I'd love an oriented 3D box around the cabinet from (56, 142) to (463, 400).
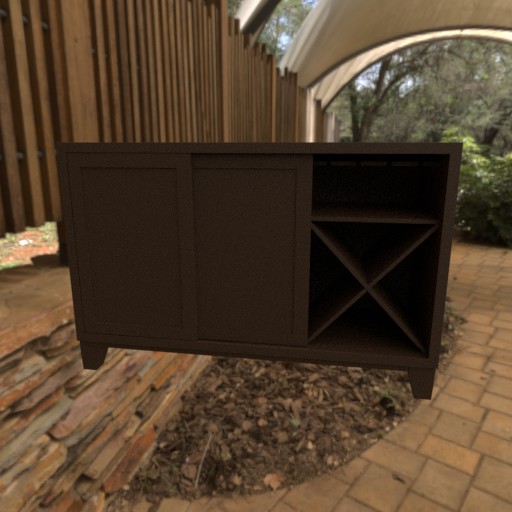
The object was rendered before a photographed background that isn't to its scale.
[{"bbox_3d":[0.000,0.000,1.841,1.396,0.914,0.482,2,14,9],"label":"cabinet"}]
